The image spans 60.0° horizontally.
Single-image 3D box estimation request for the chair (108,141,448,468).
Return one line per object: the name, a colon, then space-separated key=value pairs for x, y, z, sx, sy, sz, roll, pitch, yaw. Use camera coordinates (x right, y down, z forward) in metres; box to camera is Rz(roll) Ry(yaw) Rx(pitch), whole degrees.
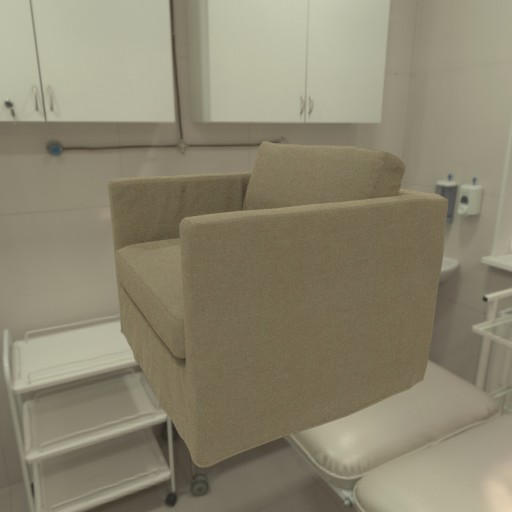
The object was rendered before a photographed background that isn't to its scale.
chair: x=0.000 y=0.000 z=1.771 sx=0.949 sy=0.863 sz=1.057 roll=-9 pitch=19 yaw=-27
